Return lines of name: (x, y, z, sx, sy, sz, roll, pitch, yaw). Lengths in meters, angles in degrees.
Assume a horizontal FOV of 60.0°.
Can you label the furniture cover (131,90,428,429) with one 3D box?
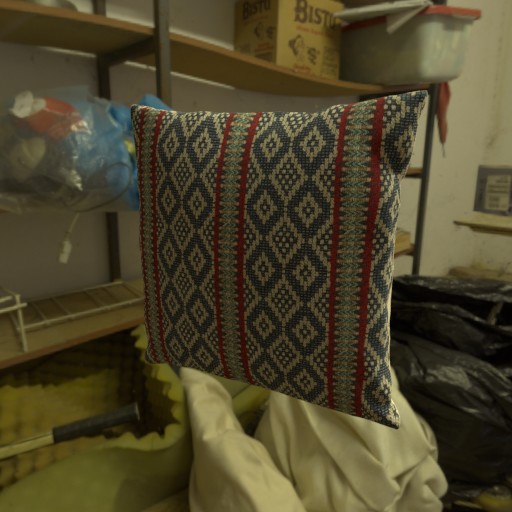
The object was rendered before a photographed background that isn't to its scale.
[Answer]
furniture cover: (0.000, 0.000, 0.638, 0.431, 0.431, 0.139, 7, 15, 26)
